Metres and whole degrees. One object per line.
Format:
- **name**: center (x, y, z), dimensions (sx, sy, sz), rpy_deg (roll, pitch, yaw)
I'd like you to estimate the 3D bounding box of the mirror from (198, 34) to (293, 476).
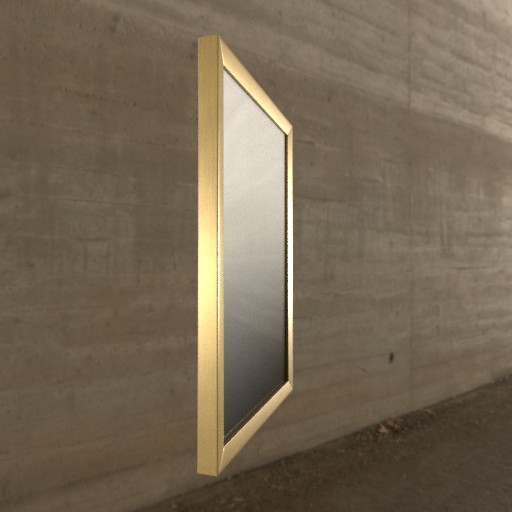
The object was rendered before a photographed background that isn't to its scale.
- **mirror**: center (0.000, 0.000, 0.957), dimensions (0.040, 0.710, 0.507), rpy_deg (0, -1, 18)
